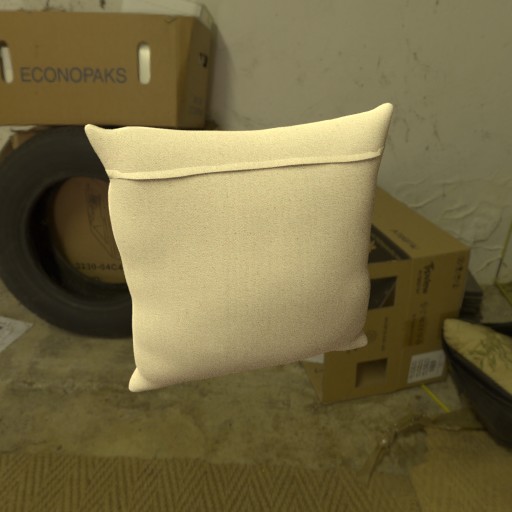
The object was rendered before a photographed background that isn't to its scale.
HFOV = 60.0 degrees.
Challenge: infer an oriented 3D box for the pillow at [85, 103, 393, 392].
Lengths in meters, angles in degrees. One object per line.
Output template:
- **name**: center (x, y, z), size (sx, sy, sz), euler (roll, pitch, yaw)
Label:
- **pillow**: center (0.000, 0.000, 0.694), size (0.440, 0.441, 0.182), euler (-8, 28, -15)
